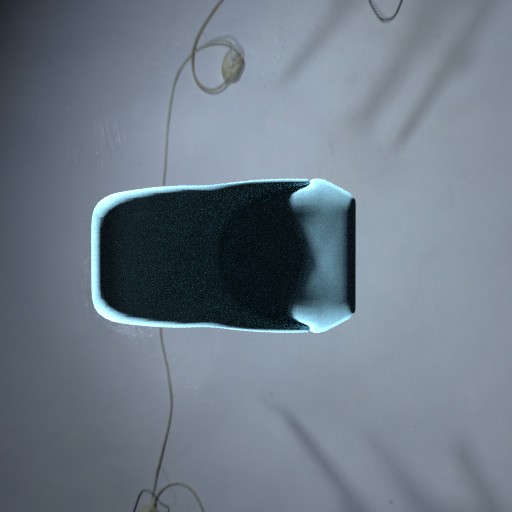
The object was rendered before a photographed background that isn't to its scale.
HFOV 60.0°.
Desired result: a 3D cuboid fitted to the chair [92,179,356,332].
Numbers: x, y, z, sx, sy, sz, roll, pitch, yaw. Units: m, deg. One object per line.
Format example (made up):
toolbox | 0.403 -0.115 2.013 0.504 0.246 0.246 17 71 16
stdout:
chair | 0.000 0.000 1.400 0.660 1.040 0.510 0 91 0
